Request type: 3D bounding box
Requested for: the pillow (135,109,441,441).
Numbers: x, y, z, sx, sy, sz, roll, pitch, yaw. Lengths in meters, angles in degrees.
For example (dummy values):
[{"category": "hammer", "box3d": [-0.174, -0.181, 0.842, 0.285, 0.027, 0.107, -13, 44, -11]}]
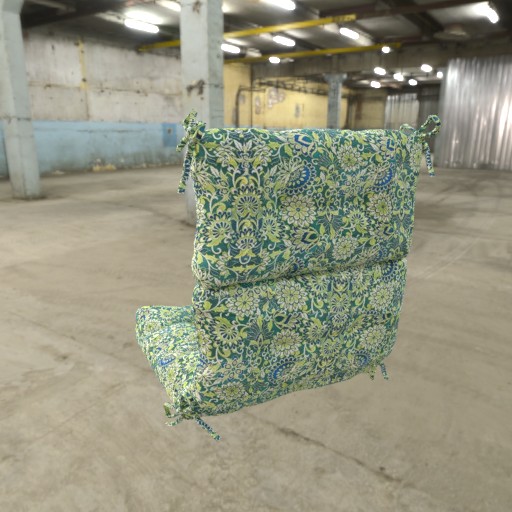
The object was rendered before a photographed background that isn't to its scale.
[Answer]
[{"category": "pillow", "box3d": [0.000, 0.000, 1.013, 0.519, 0.605, 0.571, -7, 16, -26]}]
